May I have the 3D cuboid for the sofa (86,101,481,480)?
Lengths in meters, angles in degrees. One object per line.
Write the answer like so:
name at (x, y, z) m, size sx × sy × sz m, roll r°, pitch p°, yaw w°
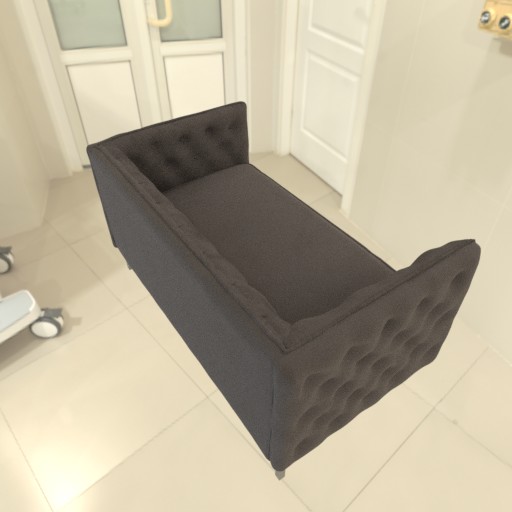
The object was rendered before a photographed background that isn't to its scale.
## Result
sofa at (0.000, 0.000, 2.064) m, size 0.909 × 0.810 × 1.583 m, roll -25°, pitch 48°, yaw -25°
